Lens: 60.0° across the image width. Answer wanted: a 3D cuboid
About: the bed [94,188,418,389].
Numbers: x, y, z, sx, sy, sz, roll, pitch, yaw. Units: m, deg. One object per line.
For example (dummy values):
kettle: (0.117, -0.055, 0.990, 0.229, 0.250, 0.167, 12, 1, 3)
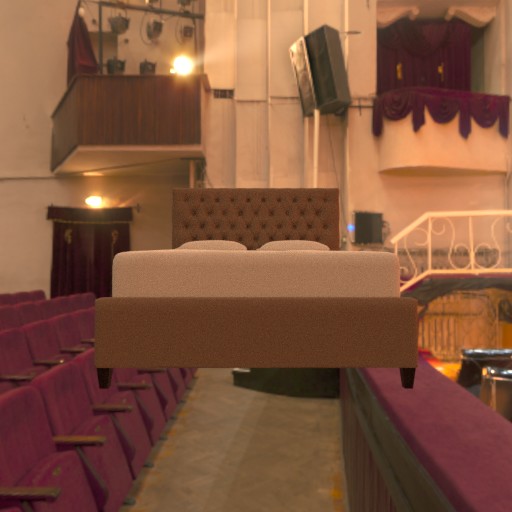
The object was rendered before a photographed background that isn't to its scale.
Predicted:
bed: (0.000, 0.000, 3.392, 1.696, 1.426, 2.233, 0, -1, 0)
